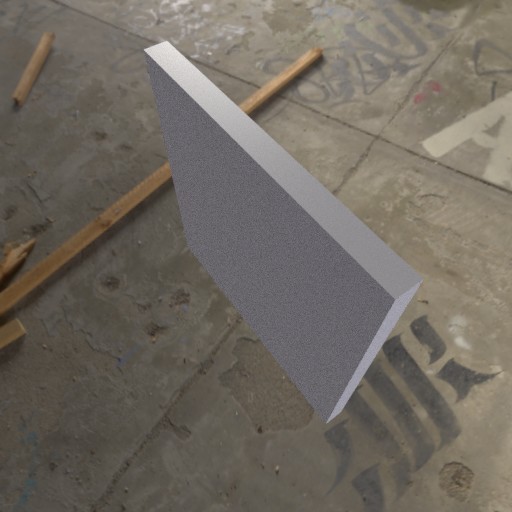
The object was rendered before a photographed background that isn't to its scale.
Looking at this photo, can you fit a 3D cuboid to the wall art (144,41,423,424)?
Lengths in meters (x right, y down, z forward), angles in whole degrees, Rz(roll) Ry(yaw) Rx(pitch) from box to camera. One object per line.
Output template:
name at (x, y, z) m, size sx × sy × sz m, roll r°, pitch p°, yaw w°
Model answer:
wall art at (0.000, 0.000, 0.526) m, size 0.027 × 0.355 × 0.355 m, roll -31°, pitch 62°, yaw -19°
